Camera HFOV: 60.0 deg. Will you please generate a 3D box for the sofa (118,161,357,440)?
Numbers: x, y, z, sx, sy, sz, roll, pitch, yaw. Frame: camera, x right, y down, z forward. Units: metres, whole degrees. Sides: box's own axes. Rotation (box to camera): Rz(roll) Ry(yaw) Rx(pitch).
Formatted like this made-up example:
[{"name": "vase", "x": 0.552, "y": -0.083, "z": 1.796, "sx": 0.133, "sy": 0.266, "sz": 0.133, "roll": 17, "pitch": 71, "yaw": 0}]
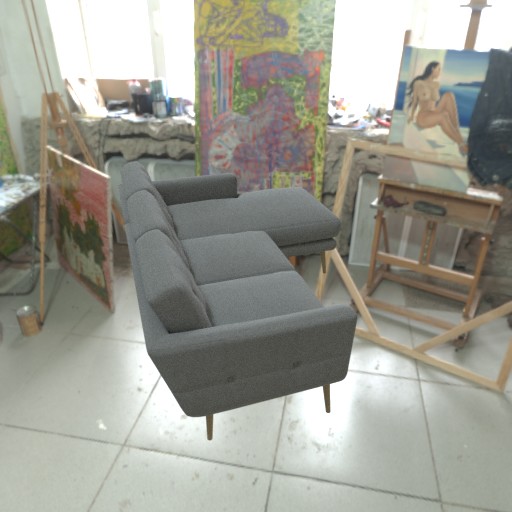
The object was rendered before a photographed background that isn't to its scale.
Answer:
[{"name": "sofa", "x": 0.000, "y": 0.000, "z": 2.824, "sx": 1.530, "sy": 0.860, "sz": 2.040, "roll": -9, "pitch": 30, "yaw": -16}]
